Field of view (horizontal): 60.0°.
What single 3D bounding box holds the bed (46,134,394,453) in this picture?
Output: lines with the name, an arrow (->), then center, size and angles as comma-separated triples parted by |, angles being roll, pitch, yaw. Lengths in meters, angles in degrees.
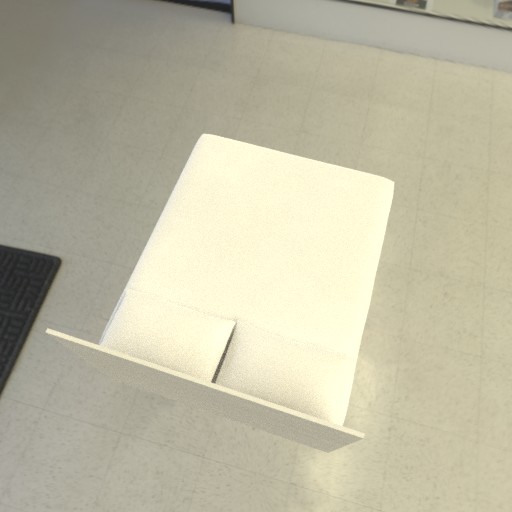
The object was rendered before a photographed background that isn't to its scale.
bed -> 0.000, 0.000, 3.138 | 1.745, 1.335, 2.094 | 16, 64, 8
